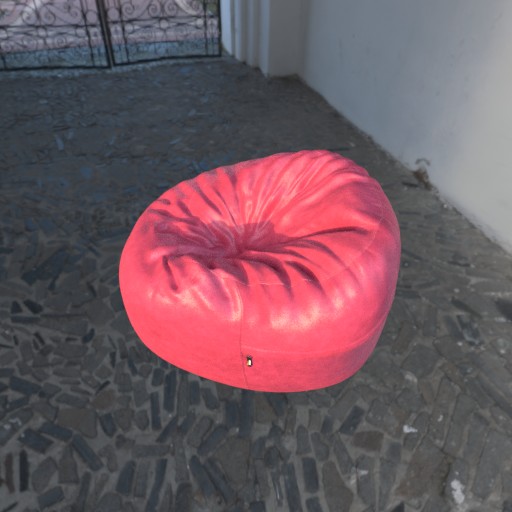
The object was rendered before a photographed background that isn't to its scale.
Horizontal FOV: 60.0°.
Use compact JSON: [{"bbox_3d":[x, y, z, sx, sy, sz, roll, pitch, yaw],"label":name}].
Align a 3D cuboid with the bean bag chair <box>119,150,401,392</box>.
[{"bbox_3d":[0.000,0.000,2.545,1.524,0.878,1.524,0,40,1],"label":"bean bag chair"}]
